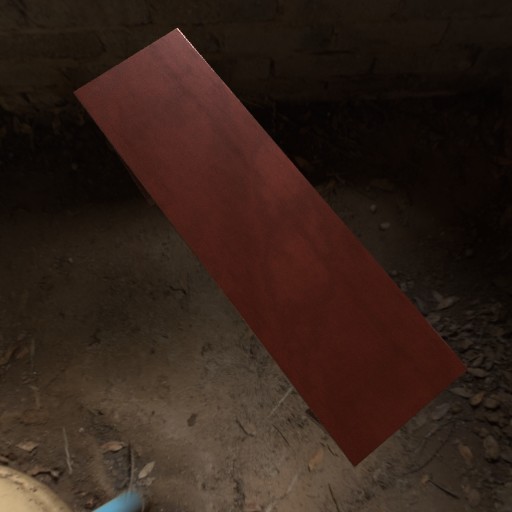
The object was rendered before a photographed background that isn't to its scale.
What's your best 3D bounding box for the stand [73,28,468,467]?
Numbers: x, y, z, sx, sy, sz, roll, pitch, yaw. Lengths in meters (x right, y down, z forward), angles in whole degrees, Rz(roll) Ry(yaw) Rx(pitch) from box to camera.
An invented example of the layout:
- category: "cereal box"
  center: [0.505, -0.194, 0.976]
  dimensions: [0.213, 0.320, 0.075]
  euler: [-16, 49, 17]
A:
- category: "stand"
  center: [0.000, 0.000, 1.709]
  dimensions: [0.410, 0.872, 1.362]
  euler: [-36, 78, -9]
